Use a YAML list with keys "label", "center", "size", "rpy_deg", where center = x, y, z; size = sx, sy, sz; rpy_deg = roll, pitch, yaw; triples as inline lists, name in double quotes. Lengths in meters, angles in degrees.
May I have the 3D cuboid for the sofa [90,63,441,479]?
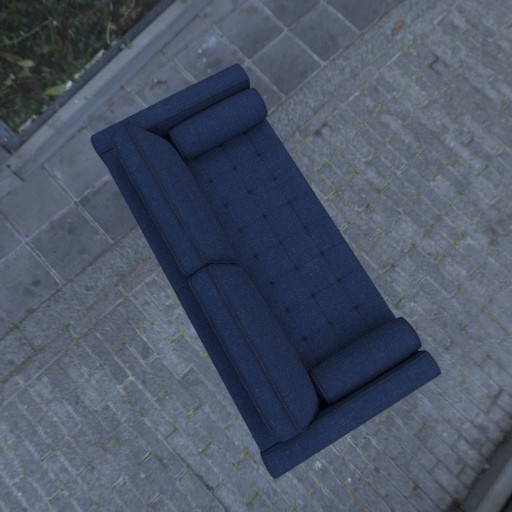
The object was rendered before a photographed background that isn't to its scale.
- label: "sofa"
  center: [0.000, 0.000, 2.315]
  size: [0.914, 0.762, 1.880]
  rpy_deg: [-29, 78, -7]
